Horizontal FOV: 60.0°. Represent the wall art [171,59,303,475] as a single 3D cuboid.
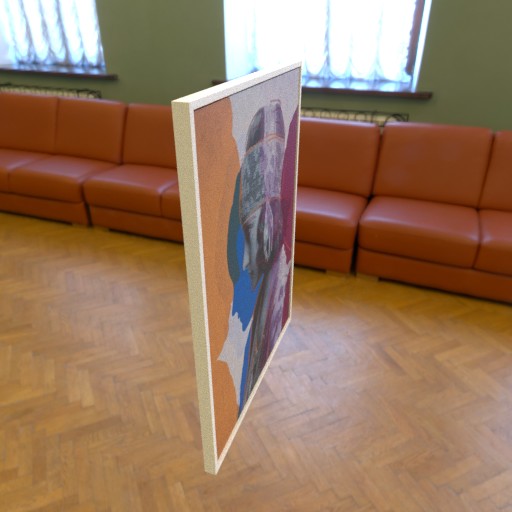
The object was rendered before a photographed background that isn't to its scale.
[{"bbox_3d":[0.000,0.000,1.377,0.039,1.050,0.795,10,31,17],"label":"wall art"}]
